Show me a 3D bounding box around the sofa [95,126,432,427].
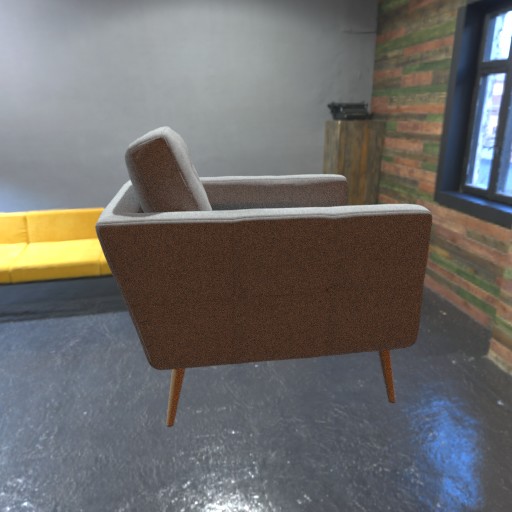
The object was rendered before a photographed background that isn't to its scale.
[{"bbox_3d":[0.000,0.000,1.546,0.920,0.860,0.770,-3,18,-9],"label":"sofa"}]
